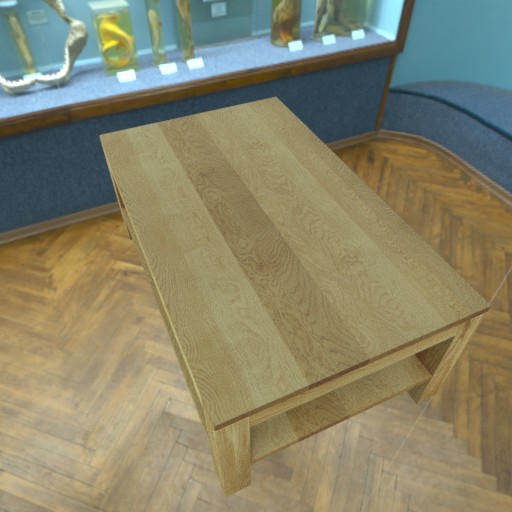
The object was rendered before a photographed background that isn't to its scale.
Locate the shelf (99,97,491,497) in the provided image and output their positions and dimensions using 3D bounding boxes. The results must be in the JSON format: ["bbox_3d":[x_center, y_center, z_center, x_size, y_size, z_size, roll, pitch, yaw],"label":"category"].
[{"bbox_3d":[0.000,0.000,1.471,0.700,0.450,1.150,-18,49,-17],"label":"shelf"}]
